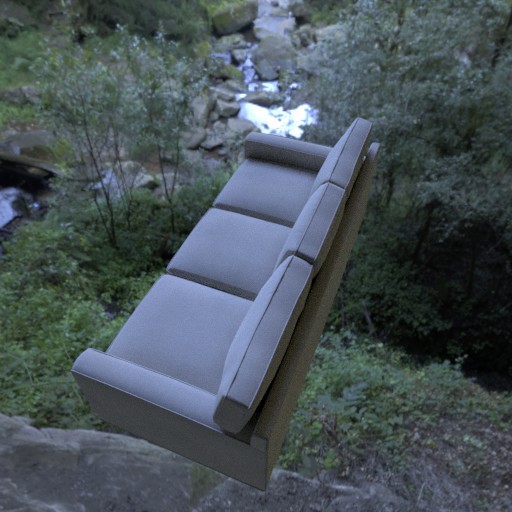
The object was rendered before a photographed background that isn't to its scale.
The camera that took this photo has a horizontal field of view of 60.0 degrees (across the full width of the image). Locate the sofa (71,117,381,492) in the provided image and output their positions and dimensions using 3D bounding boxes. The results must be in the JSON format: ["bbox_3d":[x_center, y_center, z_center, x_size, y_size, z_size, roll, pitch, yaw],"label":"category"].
[{"bbox_3d":[0.000,0.000,2.553,0.935,0.862,2.088,17,49,15],"label":"sofa"}]
